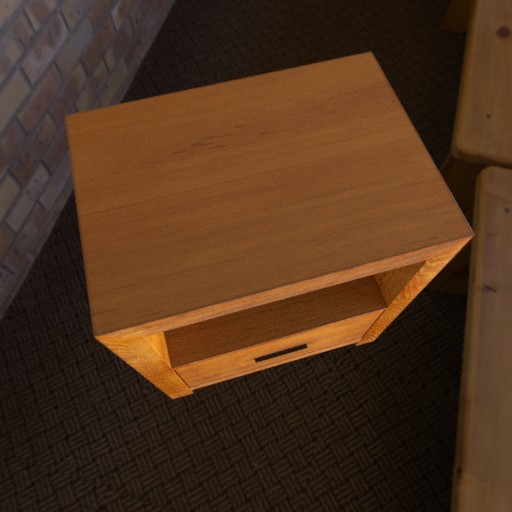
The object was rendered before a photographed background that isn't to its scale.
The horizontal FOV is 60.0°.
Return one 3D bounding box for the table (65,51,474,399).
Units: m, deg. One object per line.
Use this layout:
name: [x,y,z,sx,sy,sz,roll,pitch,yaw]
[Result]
table: [0.000,0.000,0.962,0.550,0.605,0.400,-14,66,-7]
